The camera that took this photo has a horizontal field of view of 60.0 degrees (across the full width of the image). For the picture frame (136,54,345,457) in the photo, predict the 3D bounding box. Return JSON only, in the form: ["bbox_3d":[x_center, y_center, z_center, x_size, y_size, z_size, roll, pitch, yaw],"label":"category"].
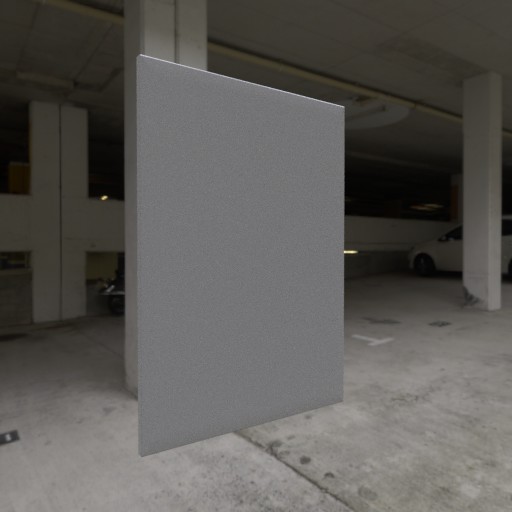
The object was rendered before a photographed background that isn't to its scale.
[{"bbox_3d":[0.000,0.000,0.699,0.381,0.534,0.012,-1,1,-35],"label":"picture frame"}]
